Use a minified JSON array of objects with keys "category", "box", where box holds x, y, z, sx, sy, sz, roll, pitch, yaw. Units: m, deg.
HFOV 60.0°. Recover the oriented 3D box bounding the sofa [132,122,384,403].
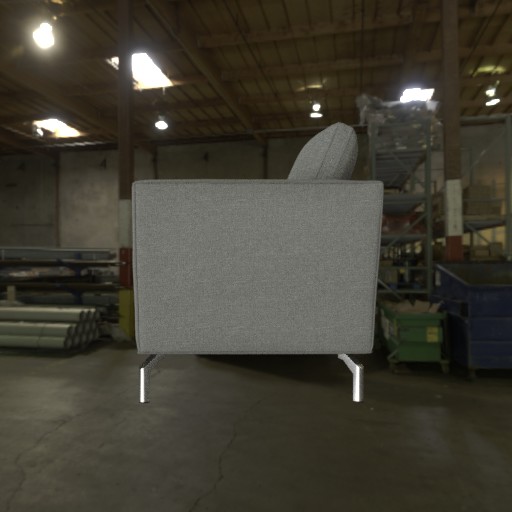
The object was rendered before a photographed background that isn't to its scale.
[{"category":"sofa","box":[0.000,0.000,2.156,0.803,0.924,1.594,0,0,-1]}]
